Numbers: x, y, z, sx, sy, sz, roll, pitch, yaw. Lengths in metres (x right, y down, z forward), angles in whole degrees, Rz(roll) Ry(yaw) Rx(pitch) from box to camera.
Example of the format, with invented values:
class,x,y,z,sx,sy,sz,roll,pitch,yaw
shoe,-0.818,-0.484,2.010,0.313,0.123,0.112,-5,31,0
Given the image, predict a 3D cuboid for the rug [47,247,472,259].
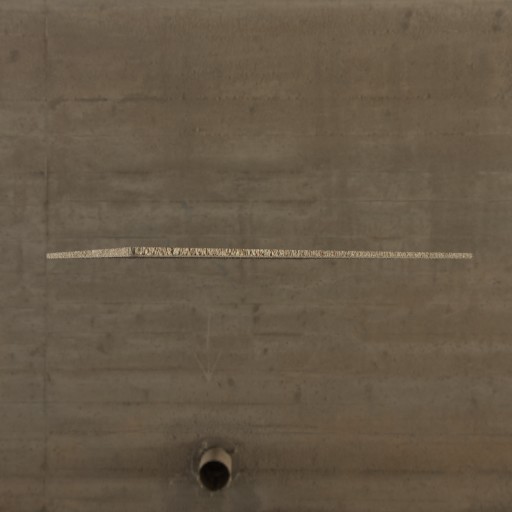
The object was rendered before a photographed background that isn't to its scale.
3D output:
class,x,y,z,sx,sy,sz,roll,pitch,yaw
rug,0.000,0.000,2.065,1.600,0.025,1.199,0,-1,-35
